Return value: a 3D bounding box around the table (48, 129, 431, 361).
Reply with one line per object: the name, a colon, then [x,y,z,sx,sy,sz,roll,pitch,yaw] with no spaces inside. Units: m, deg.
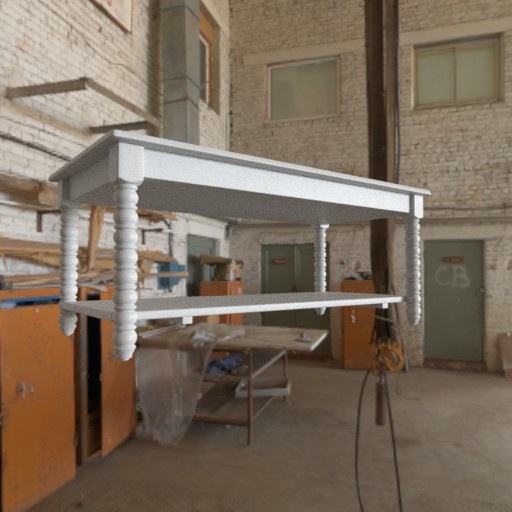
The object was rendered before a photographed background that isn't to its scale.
table: [0.000,0.000,1.477,1.171,0.487,0.580,2,-3,-37]
